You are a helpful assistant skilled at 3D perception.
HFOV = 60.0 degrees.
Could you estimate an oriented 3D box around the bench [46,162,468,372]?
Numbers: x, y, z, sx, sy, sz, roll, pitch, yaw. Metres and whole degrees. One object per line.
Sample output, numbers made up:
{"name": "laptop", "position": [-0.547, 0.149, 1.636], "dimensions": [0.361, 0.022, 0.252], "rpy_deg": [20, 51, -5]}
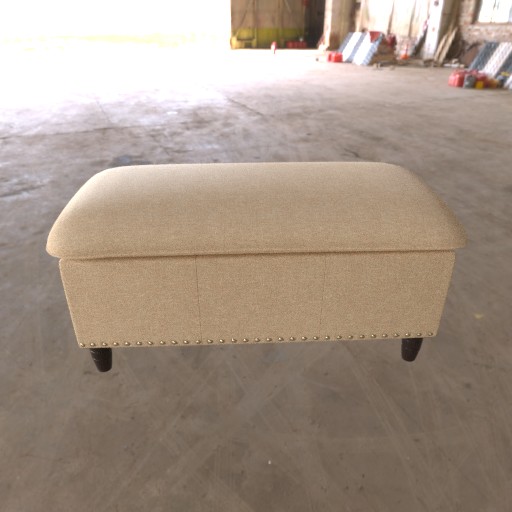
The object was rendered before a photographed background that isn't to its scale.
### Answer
{"name": "bench", "position": [0.000, 0.000, 1.267], "dimensions": [0.991, 0.483, 0.483], "rpy_deg": [-1, 29, -2]}
